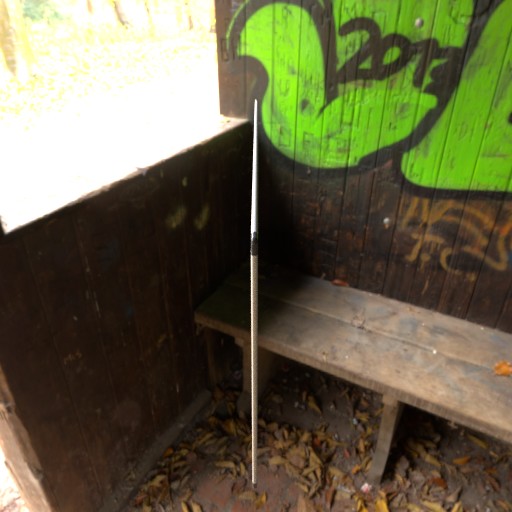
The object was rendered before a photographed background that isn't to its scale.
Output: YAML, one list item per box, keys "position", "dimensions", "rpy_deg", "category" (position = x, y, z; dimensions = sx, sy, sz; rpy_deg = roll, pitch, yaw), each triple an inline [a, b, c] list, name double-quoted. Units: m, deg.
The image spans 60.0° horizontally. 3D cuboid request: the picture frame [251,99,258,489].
- position: [0.000, 0.000, 1.153]
  dimensions: [0.010, 0.600, 0.900]
  rpy_deg: [0, 31, 0]
  category: "picture frame"
